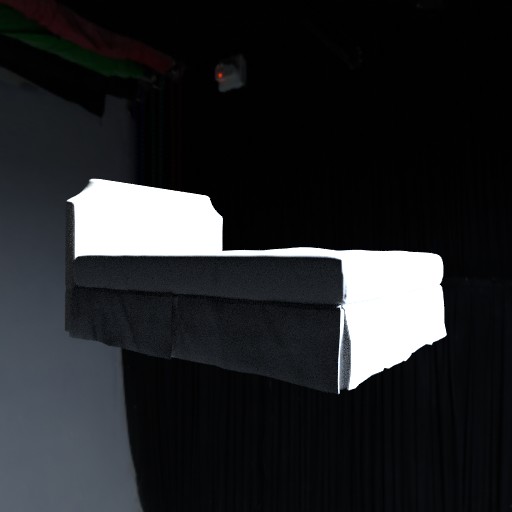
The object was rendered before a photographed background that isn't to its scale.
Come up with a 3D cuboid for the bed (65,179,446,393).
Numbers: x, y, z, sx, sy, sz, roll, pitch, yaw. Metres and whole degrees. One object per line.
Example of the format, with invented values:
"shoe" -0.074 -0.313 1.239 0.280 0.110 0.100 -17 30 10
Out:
"bed" 0.000 0.000 3.551 2.498 1.293 1.977 0 0 36
